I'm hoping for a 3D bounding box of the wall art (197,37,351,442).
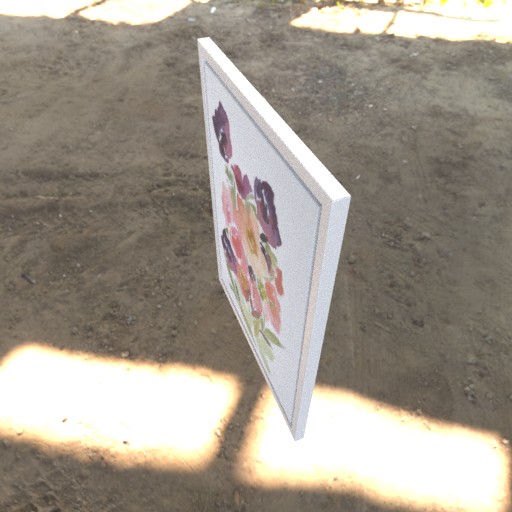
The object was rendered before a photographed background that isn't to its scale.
[{"bbox_3d":[0.000,0.000,1.410,0.042,1.056,0.805,-16,48,-15],"label":"wall art"}]
